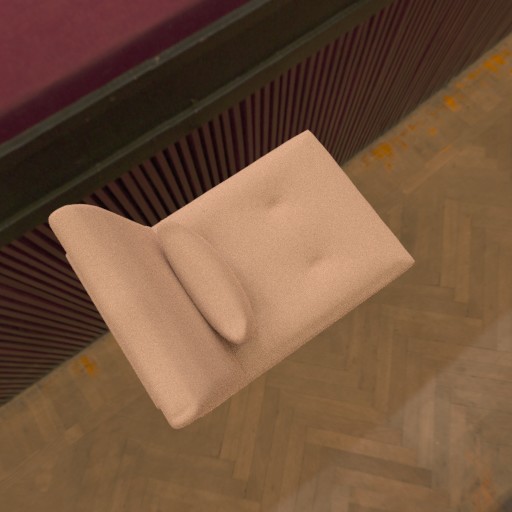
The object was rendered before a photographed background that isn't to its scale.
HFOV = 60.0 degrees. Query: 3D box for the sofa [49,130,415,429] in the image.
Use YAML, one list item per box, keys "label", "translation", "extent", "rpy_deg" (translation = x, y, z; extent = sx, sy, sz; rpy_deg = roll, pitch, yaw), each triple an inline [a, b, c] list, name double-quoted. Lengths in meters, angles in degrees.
- label: "sofa"
  translation: [0.000, 0.000, 1.580]
  extent: [1.000, 0.820, 0.700]
  rpy_deg: [-34, 78, -8]
